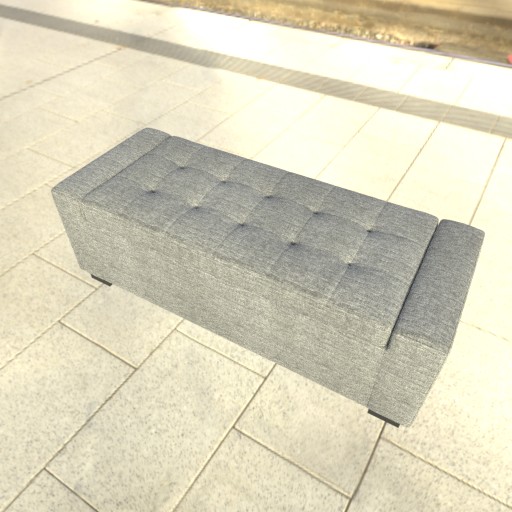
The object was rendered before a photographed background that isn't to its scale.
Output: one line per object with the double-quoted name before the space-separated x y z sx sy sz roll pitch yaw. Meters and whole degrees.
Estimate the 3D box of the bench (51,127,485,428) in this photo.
"bench" 0.000 0.000 1.530 1.296 0.445 0.508 22 48 21
